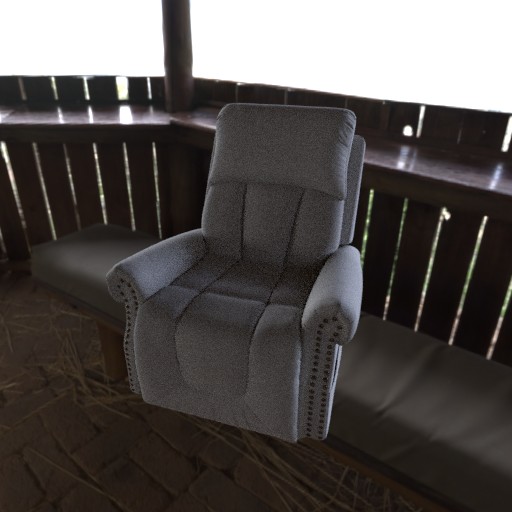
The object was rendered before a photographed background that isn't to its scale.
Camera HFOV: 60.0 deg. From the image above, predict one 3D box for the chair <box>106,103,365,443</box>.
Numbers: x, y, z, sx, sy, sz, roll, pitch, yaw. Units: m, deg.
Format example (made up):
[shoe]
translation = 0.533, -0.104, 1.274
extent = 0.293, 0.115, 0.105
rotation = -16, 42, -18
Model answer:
[chair]
translation = 0.000, 0.000, 1.753
extent = 0.871, 1.031, 0.979
rotation = 8, 28, 16
